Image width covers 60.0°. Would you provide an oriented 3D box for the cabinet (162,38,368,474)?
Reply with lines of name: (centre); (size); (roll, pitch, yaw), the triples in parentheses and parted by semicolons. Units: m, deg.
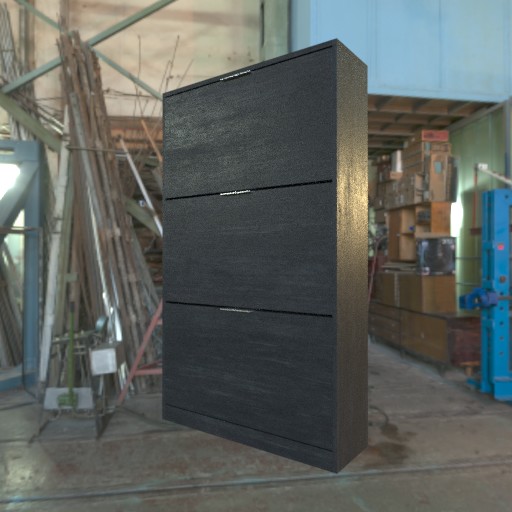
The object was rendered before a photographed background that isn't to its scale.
cabinet: (0.000, 0.000, 1.611); (0.750, 1.280, 0.250); (0, 0, 36)
